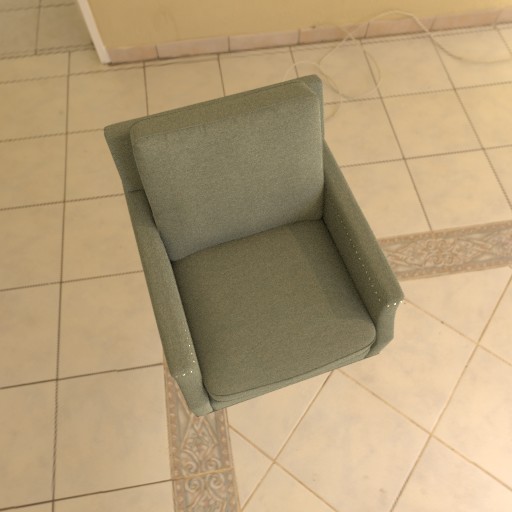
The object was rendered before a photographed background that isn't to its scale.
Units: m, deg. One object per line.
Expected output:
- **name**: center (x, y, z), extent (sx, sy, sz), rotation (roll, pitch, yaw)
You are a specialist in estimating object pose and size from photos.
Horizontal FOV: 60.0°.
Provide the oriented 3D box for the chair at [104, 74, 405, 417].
- **chair**: center (0.000, 0.000, 1.848), extent (0.885, 1.031, 1.031), rotation (-17, 66, -8)
